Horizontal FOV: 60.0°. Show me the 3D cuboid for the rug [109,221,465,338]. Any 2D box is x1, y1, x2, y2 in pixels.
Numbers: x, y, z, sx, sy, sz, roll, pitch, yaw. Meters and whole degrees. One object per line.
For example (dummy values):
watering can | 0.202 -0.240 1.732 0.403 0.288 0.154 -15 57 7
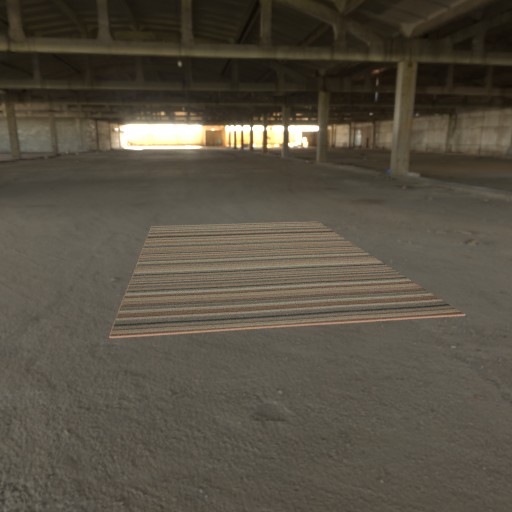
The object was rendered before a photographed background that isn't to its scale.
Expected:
rug | 0.000 0.000 2.352 1.219 0.008 1.829 -2 15 -8
